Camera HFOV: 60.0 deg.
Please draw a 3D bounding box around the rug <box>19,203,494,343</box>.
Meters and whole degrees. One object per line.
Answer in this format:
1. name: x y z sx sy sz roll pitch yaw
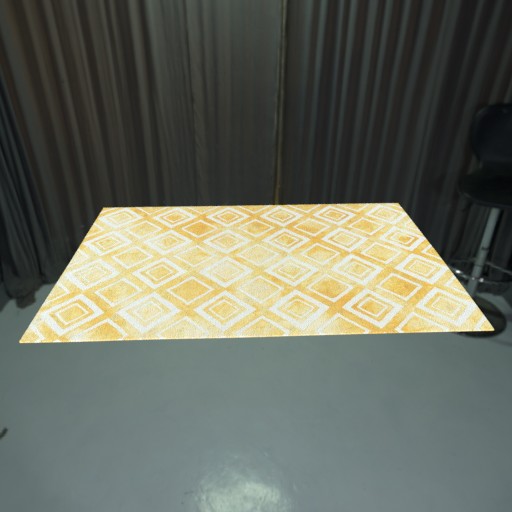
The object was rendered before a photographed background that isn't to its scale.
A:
1. rug: 0.000 0.000 2.218 1.829 0.010 1.213 -1 31 -2
